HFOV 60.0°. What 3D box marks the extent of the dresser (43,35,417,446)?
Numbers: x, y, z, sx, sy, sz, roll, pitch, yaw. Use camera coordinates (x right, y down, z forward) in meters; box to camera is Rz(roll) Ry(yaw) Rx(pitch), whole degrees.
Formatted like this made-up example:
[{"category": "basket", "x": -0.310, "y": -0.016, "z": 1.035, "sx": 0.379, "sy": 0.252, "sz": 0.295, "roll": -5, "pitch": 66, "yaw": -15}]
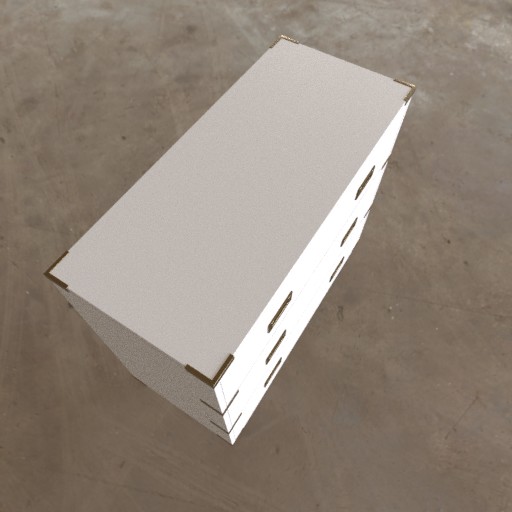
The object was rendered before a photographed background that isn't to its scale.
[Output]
[{"category": "dresser", "x": 0.000, "y": 0.000, "z": 1.514, "sx": 0.460, "sy": 0.891, "sz": 1.022, "roll": 29, "pitch": 64, "yaw": 16}]
